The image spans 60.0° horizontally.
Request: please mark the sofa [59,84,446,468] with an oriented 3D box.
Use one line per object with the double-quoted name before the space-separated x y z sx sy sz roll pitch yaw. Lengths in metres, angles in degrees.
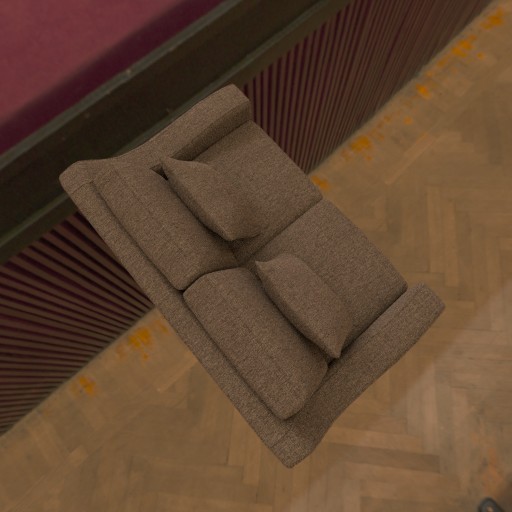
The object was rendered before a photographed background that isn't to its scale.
"sofa" 0.000 0.000 2.428 1.120 0.991 1.778 -39 79 -9
